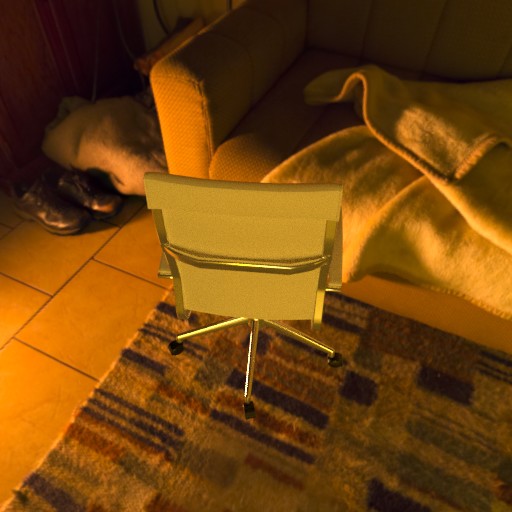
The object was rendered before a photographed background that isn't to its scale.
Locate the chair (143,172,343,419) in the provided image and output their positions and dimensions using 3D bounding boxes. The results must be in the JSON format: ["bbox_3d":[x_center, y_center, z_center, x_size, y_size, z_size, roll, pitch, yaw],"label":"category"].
[{"bbox_3d":[0.000,0.000,1.589,0.766,1.149,0.739,4,47,4],"label":"chair"}]
